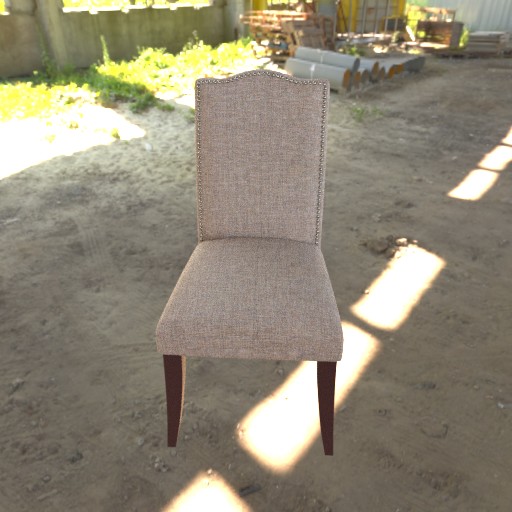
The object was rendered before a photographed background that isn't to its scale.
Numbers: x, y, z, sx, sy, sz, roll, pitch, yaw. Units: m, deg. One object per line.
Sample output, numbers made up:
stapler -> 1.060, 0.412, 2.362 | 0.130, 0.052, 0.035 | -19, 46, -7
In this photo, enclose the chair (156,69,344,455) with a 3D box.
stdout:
chair -> 0.000, 0.000, 1.397 | 0.513, 1.016, 0.660 | 2, 30, 3
